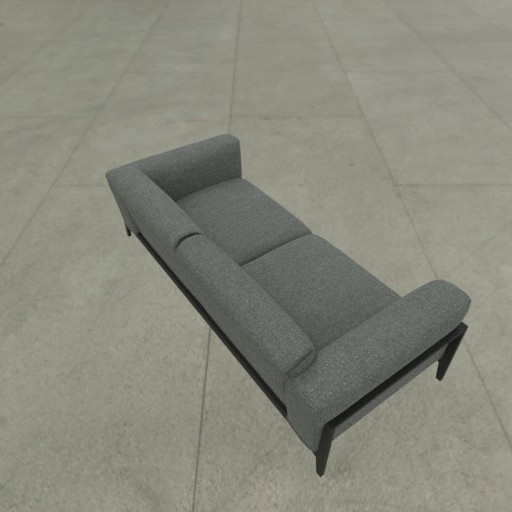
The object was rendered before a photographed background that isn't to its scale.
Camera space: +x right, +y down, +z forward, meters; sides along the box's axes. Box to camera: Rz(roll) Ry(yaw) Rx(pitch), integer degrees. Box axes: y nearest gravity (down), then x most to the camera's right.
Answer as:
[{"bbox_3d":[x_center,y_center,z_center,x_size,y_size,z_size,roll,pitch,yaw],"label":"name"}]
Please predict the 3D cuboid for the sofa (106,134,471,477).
[{"bbox_3d":[0.000,0.000,2.570,0.985,0.703,2.125,-25,47,-26],"label":"sofa"}]
